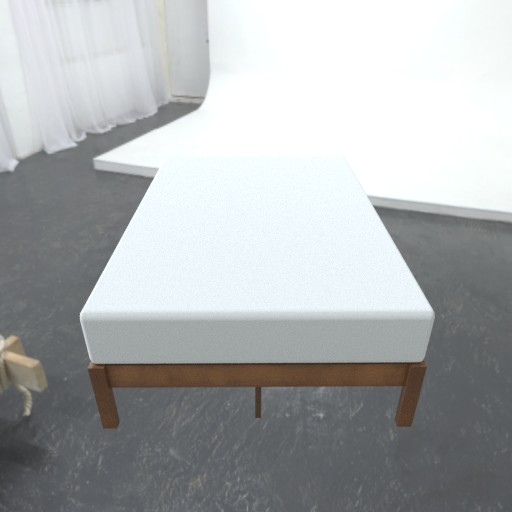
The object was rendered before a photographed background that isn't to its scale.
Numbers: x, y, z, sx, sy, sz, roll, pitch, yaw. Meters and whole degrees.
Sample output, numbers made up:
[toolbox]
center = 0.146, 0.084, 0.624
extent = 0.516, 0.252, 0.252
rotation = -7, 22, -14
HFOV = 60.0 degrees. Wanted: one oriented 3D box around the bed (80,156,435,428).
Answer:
[bed]
center = 0.000, 0.000, 2.617
extent = 1.348, 0.616, 1.927
rotation = 0, 30, 0
